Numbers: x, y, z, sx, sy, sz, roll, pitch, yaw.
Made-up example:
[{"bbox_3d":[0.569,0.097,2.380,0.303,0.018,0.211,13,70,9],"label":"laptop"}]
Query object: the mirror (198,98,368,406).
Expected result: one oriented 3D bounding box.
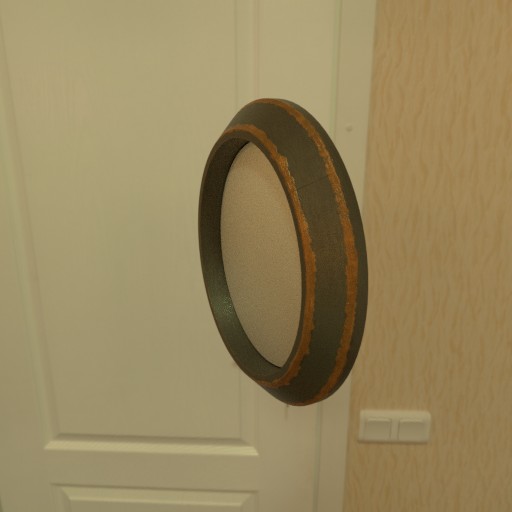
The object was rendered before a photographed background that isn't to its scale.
[{"bbox_3d":[0.000,0.000,1.350,0.111,0.907,0.907,-8,18,-25],"label":"mirror"}]
